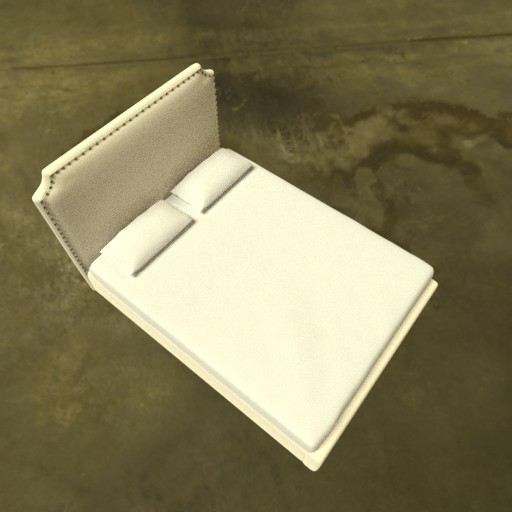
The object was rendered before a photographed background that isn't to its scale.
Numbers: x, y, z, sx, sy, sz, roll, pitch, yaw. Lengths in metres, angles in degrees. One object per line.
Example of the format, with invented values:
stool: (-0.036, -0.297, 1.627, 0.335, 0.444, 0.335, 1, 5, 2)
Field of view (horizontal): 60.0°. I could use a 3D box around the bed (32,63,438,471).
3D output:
bed: (0.000, 0.000, 3.303, 2.372, 1.497, 1.712, 34, 63, 20)
